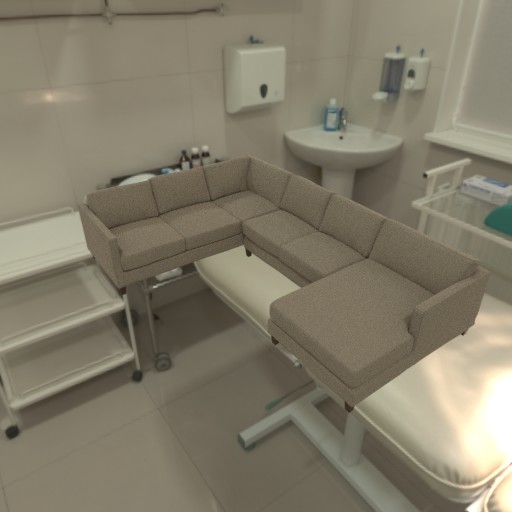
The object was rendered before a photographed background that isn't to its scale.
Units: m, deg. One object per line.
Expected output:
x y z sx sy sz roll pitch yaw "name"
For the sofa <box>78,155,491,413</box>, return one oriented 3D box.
0.000 0.000 4.428 2.424 0.865 3.438 -20 37 -30 "sofa"
